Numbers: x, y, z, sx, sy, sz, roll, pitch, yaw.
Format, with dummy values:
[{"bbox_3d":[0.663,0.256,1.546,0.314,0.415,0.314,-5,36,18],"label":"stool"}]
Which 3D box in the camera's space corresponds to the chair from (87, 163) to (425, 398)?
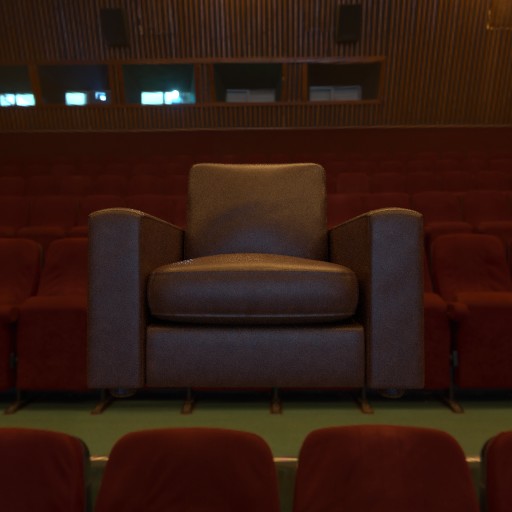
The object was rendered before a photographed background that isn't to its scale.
[{"bbox_3d":[0.000,0.000,1.770,1.005,0.873,1.016,0,-1,0],"label":"chair"}]
